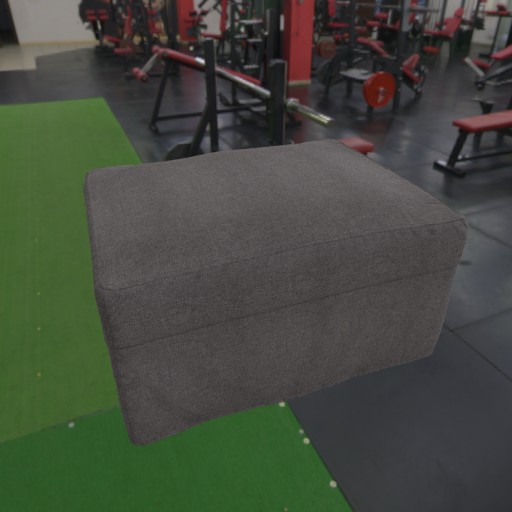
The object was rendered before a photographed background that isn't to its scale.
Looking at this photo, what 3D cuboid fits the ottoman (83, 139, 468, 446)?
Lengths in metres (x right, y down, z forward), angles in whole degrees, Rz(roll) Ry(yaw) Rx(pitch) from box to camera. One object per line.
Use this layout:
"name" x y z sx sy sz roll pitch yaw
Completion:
"ottoman" 0.000 0.000 1.231 0.833 0.492 0.652 -11 34 -17
